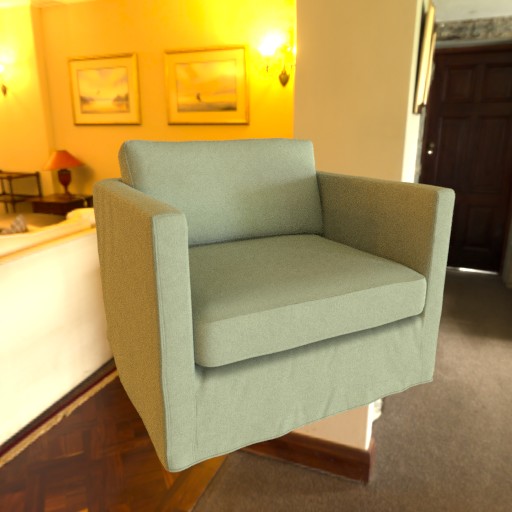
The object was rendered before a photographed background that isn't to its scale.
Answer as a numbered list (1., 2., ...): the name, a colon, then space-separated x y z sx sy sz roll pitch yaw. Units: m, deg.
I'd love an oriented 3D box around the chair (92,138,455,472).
1. chair: 0.000 0.000 1.696 1.057 0.863 0.949 -8 18 -27
